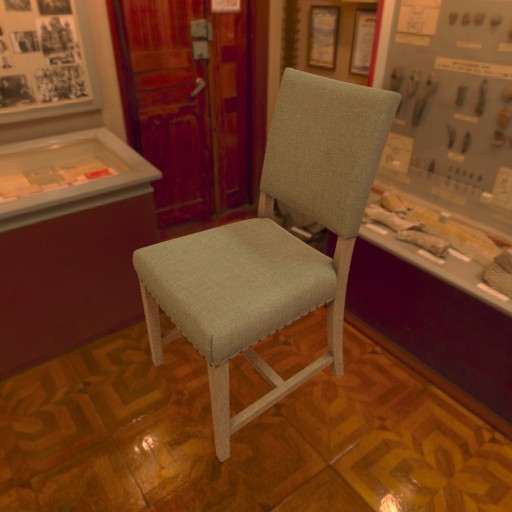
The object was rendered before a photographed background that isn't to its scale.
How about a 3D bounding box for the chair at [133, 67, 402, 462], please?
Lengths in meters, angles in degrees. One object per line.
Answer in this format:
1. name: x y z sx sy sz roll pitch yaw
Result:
1. chair: 0.000 0.000 1.379 0.622 0.986 0.508 -20 38 -29
